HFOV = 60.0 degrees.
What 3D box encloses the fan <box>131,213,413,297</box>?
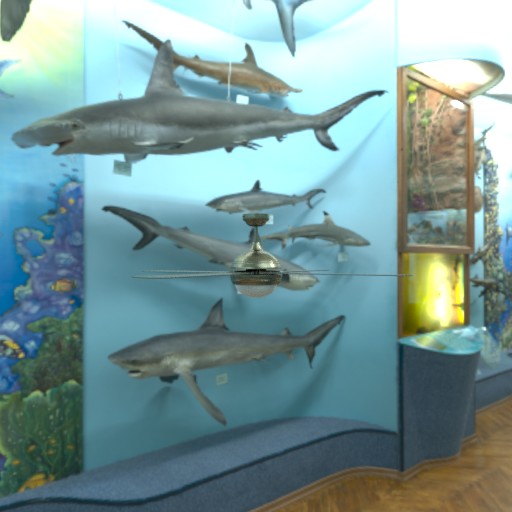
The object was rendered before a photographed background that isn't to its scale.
[{"bbox_3d":[0.000,0.000,2.041,1.321,0.381,1.321,0,-1,-36],"label":"fan"}]
